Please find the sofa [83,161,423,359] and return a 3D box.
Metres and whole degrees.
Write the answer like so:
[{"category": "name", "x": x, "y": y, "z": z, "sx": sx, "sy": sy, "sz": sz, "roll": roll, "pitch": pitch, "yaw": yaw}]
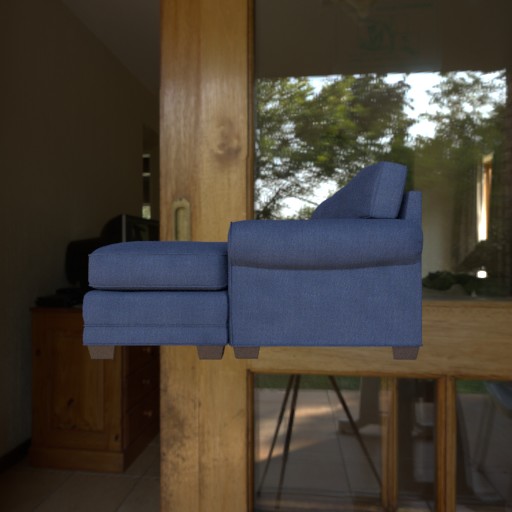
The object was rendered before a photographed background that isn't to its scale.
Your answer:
[{"category": "sofa", "x": 0.000, "y": 0.000, "z": 3.484, "sx": 1.780, "sy": 1.063, "sz": 2.567, "roll": 0, "pitch": 0, "yaw": 1}]
